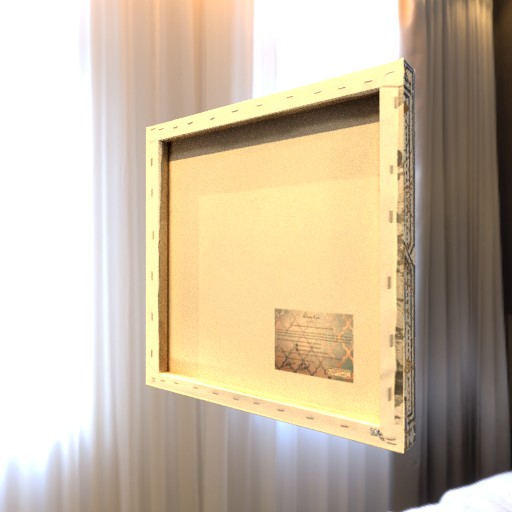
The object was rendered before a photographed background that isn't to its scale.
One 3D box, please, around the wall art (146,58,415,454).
[{"bbox_3d":[0.000,0.000,0.596,0.411,0.410,0.038,0,0,37],"label":"wall art"}]
